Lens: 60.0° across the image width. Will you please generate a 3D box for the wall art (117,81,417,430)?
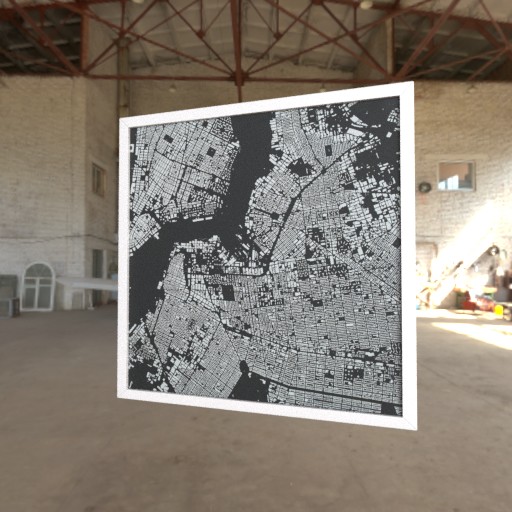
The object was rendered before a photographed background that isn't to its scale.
[{"bbox_3d":[0.000,0.000,0.452,0.305,0.305,0.037,-1,-2,19],"label":"wall art"}]
